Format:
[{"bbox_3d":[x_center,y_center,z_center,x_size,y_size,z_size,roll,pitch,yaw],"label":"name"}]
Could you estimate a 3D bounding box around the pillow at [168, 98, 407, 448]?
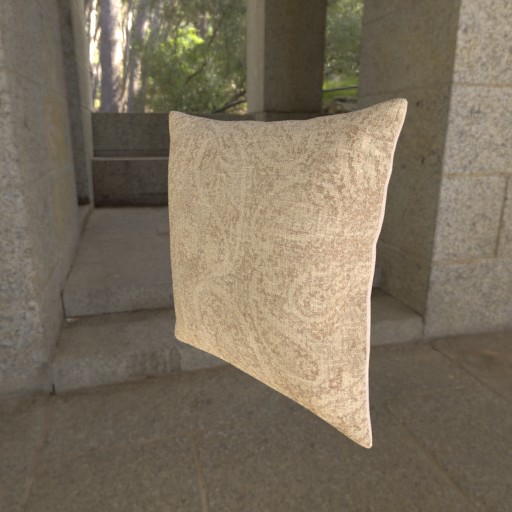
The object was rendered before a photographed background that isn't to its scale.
[{"bbox_3d":[0.000,0.000,0.794,0.166,0.510,0.523,-15,22,-42],"label":"pillow"}]
